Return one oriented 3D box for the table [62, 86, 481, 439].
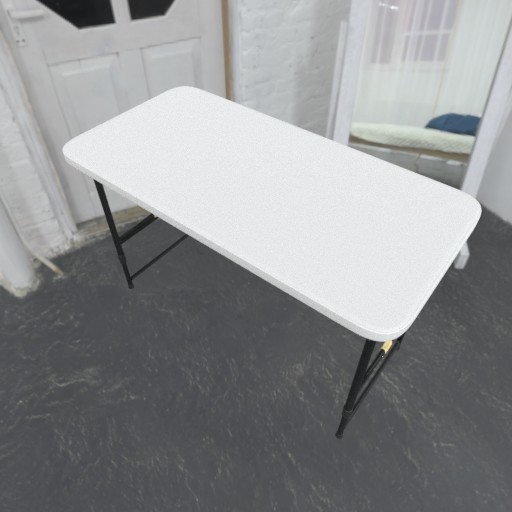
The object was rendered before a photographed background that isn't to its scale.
[{"bbox_3d":[0.000,0.000,1.621,1.219,0.737,0.610,30,53,25],"label":"table"}]
